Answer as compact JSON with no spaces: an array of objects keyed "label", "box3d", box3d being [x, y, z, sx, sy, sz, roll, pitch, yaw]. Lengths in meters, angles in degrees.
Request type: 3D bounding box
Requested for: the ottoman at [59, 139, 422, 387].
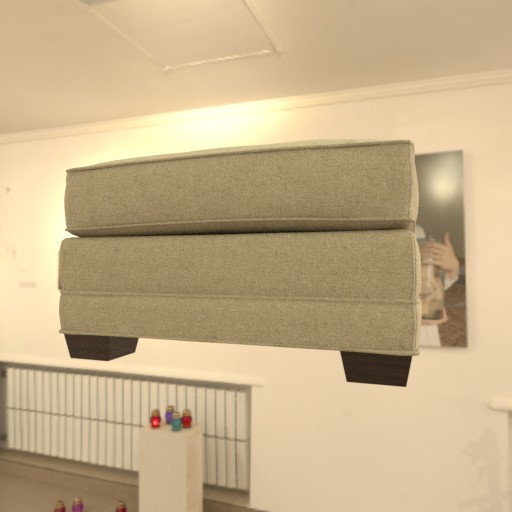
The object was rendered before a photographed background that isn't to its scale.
[{"label":"ottoman","box3d":[0.000,0.000,1.219,0.848,0.508,0.611,0,-1,19]}]
